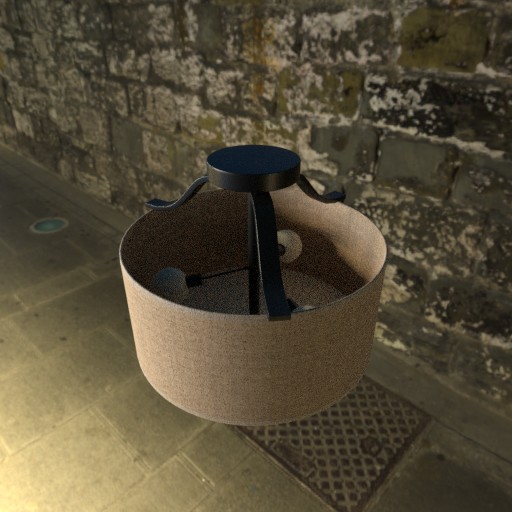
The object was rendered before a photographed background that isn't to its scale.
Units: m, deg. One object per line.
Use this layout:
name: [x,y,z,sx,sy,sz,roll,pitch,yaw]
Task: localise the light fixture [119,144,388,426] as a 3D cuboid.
light fixture: [0.000,0.000,0.670,0.390,0.306,0.390,0,31,0]
